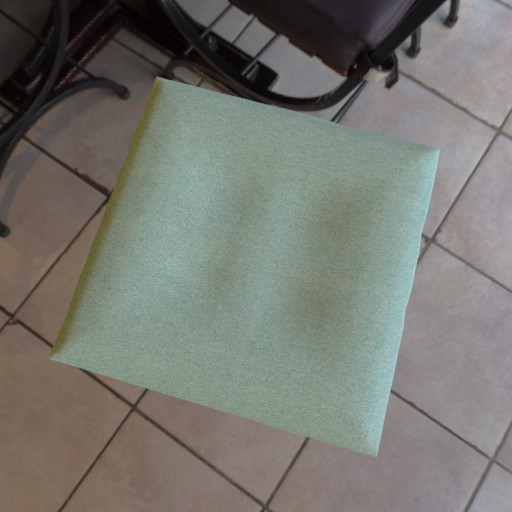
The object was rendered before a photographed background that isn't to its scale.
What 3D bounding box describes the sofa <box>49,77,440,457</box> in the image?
[{"bbox_3d":[0.000,0.000,1.389,0.930,0.330,0.930,16,77,4],"label":"sofa"}]
